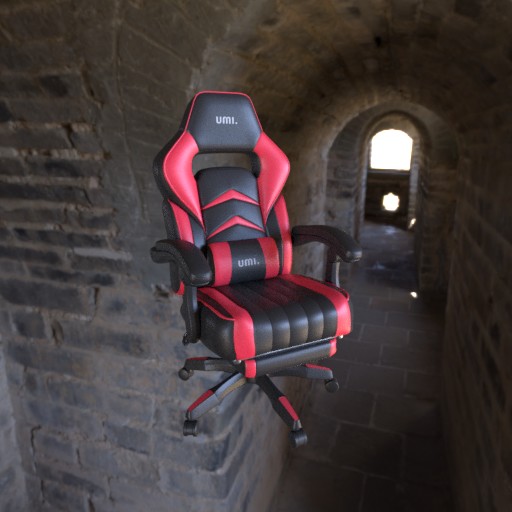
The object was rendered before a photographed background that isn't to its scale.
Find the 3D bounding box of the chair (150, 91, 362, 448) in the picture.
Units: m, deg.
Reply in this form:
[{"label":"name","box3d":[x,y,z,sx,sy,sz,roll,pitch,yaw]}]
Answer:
[{"label":"chair","box3d":[0.000,0.000,1.681,0.700,1.220,0.700,-8,16,-27]}]
